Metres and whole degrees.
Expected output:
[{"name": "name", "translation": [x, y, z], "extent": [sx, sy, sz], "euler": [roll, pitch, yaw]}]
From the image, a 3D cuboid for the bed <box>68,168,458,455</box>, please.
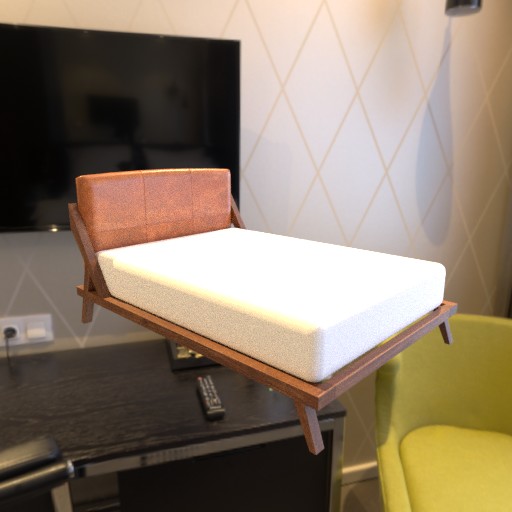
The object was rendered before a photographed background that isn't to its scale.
[{"name": "bed", "translation": [0.000, 0.000, 3.213], "extent": [2.311, 1.168, 1.651], "euler": [13, 19, 42]}]
